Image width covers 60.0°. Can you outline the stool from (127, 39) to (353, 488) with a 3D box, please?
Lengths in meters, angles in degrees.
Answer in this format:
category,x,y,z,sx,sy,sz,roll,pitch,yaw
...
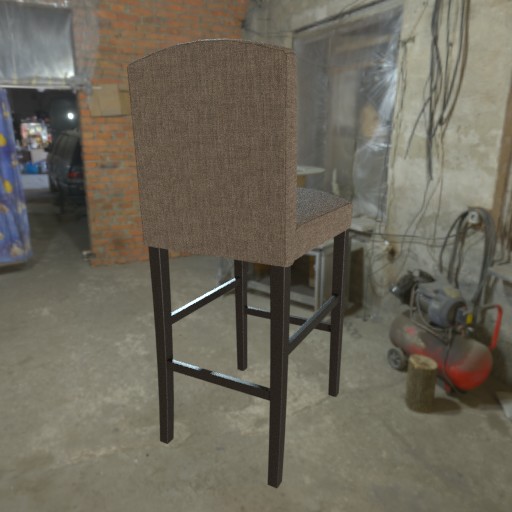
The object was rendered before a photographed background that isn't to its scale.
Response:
category,x,y,z,sx,sy,sz,roll,pitch,yaw
stool,0.000,0.000,1.369,0.451,1.138,0.552,8,18,27
